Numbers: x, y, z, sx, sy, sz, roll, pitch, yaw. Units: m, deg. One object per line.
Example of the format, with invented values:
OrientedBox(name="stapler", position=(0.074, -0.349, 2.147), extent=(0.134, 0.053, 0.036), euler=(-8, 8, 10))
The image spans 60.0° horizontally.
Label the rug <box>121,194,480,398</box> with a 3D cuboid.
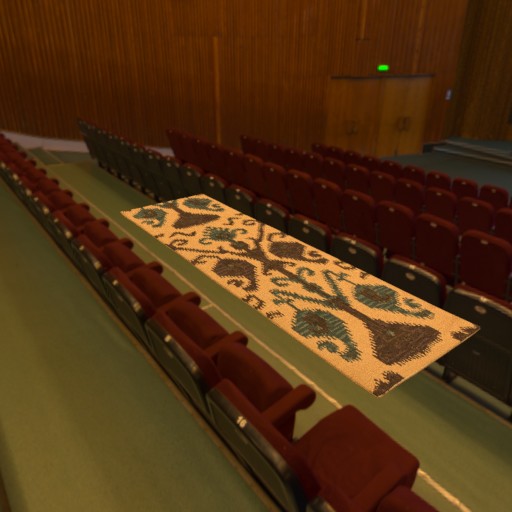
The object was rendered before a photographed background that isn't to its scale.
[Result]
OrientedBox(name="rug", position=(0.000, 0.000, 2.540), extent=(0.692, 0.017, 2.301), euler=(-19, 32, -33))
